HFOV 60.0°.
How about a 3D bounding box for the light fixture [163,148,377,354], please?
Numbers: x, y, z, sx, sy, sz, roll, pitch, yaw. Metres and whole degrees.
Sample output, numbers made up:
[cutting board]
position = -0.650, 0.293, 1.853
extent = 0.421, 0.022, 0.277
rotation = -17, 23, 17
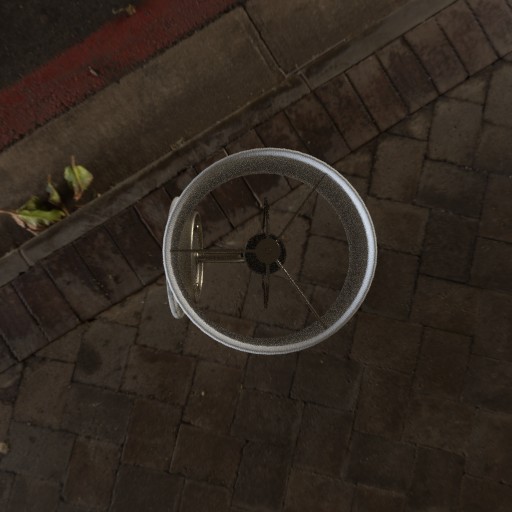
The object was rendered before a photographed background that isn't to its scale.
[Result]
[light fixture]
position = 0.000, 0.000, 0.436
extent = 0.188, 0.337, 0.168
rotation = 0, 89, 0
